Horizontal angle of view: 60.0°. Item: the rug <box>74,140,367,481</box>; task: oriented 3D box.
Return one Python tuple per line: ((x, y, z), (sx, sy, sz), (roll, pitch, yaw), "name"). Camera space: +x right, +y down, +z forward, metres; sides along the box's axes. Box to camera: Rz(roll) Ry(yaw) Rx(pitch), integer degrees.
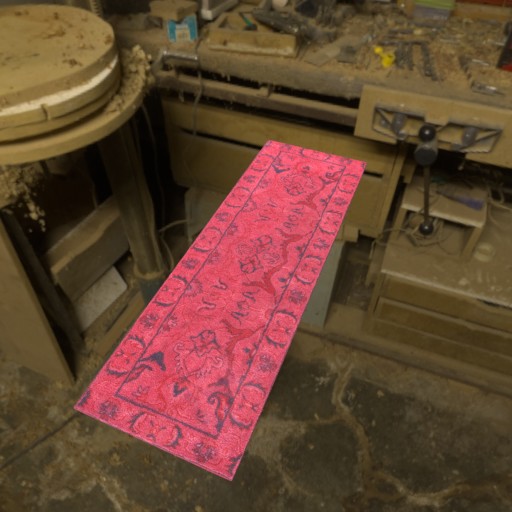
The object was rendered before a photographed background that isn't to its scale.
((0.000, 0.000, 2.715), (0.813, 0.018, 2.439), (17, 49, 15), "rug")
